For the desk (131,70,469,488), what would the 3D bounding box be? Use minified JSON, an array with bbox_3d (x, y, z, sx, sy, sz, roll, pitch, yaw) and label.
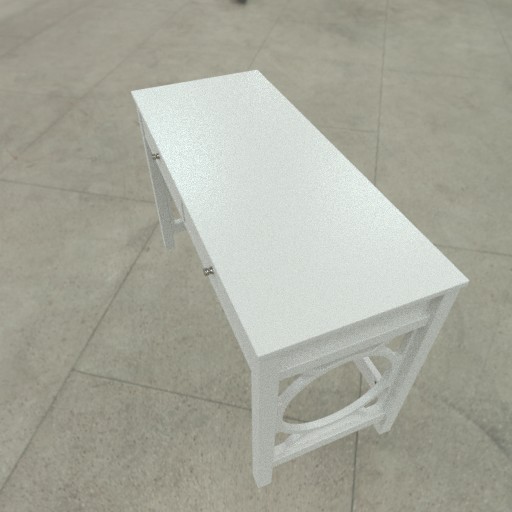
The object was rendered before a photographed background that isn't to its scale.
[{"bbox_3d":[0.000,0.000,1.541,0.504,0.762,1.191,-16,47,-16],"label":"desk"}]
